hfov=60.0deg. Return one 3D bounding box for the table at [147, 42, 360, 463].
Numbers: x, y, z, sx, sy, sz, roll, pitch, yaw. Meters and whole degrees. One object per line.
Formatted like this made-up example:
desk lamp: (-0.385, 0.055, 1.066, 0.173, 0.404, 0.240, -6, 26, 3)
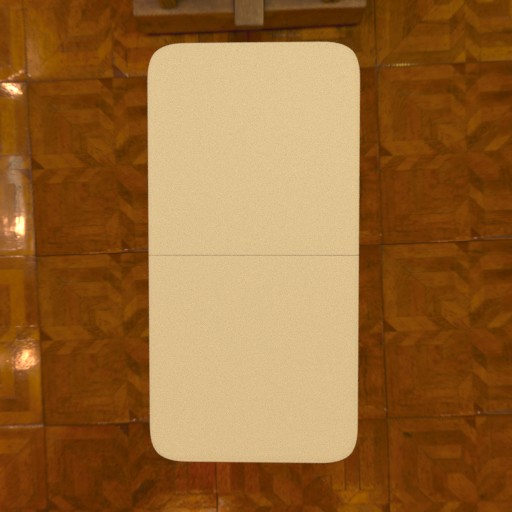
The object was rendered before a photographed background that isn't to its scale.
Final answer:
table: (0.000, 0.000, 1.652, 0.611, 0.737, 1.245, 0, 92, 1)
